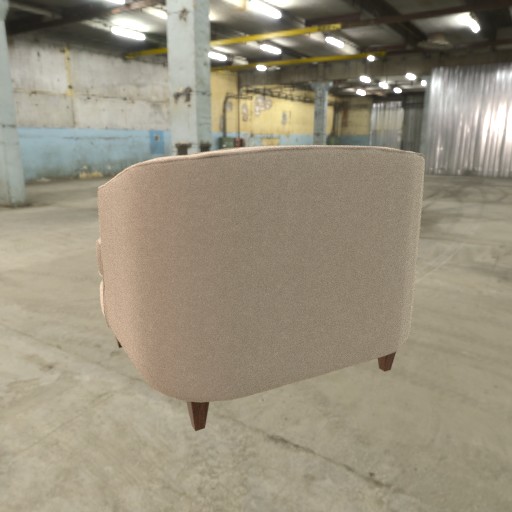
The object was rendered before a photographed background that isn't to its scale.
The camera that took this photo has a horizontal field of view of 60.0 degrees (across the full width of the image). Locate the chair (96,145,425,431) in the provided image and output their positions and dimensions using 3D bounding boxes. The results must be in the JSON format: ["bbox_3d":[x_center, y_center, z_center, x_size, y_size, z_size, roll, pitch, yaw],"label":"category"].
[{"bbox_3d":[0.000,0.000,1.762,1.104,0.852,0.941,-7,16,-27],"label":"chair"}]
